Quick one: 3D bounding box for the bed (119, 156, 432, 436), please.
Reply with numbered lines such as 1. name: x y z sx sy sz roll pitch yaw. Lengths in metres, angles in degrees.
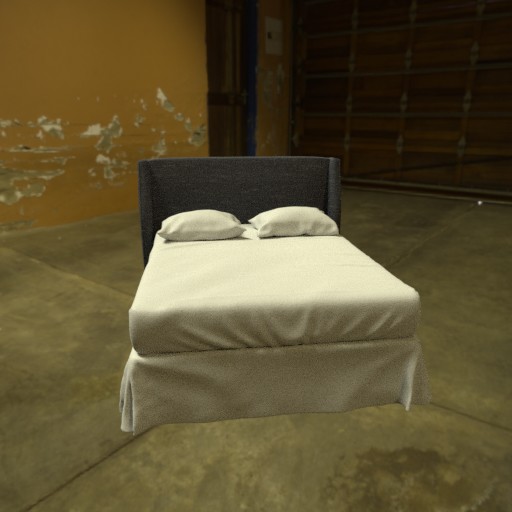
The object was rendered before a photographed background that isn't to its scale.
1. bed: 0.000 0.000 3.366 1.925 1.332 2.276 -2 17 -7
